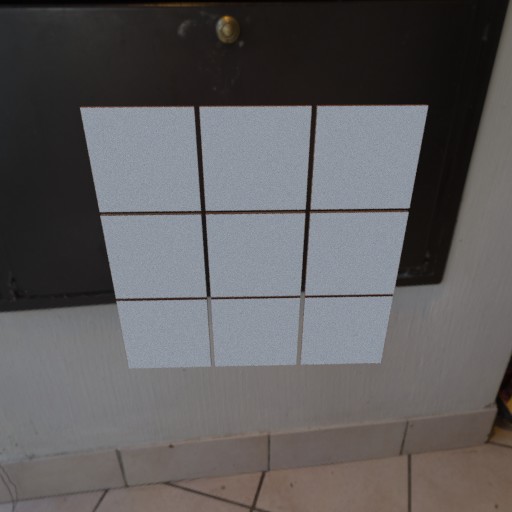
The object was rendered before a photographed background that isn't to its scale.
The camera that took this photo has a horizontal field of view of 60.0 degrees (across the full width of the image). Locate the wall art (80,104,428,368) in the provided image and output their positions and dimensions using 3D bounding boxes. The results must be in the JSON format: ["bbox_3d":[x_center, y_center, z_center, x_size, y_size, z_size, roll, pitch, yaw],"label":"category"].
[{"bbox_3d":[0.000,0.000,1.909,1.256,1.246,0.017,-1,29,-2],"label":"wall art"}]
